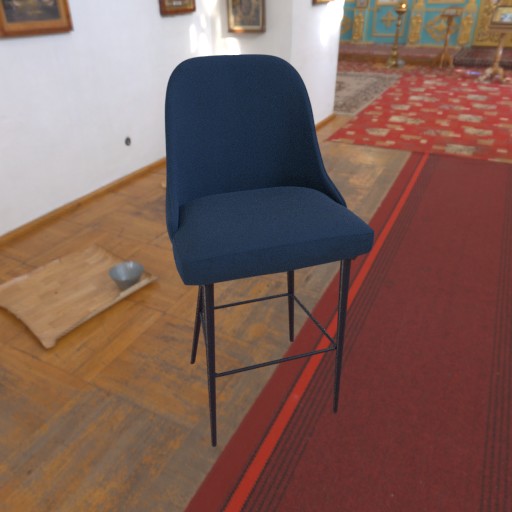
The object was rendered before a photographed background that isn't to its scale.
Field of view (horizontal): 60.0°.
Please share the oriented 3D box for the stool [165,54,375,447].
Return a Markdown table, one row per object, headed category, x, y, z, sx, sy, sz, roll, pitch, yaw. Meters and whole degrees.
| category | x | y | z | sx | sy | sz | roll | pitch | yaw |
| --- | --- | --- | --- | --- | --- | --- | --- | --- | --- |
| stool | 0.000 | 0.000 | 1.355 | 0.527 | 1.079 | 0.489 | -9 | 32 | -15 |
